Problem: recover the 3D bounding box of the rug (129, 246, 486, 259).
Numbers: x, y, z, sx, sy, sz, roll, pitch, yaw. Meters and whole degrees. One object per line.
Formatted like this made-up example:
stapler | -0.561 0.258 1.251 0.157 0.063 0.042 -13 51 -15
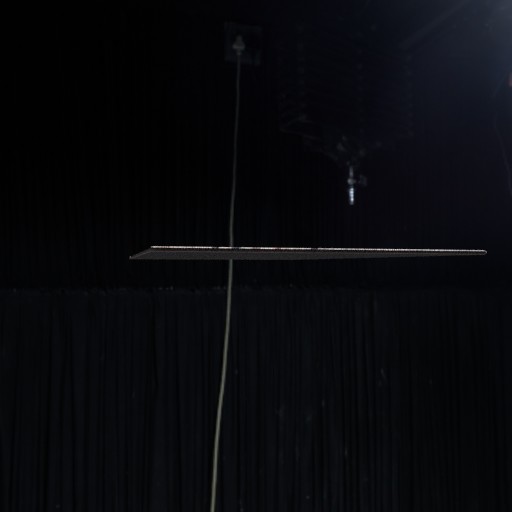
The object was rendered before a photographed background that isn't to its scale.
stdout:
rug | 0.000 0.000 2.324 1.225 0.015 1.840 0 -1 -18
